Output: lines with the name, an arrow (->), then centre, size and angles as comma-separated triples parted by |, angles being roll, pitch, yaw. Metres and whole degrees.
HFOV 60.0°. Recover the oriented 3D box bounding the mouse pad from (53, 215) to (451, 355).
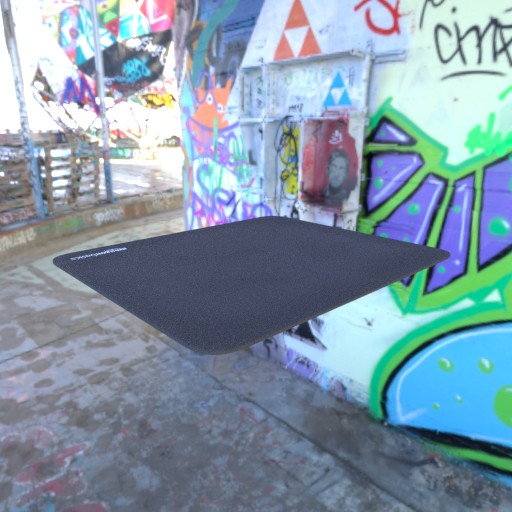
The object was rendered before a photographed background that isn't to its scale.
mouse pad -> 0.000, 0.000, 0.349 | 0.249, 0.002, 0.211 | -15, 22, -41
